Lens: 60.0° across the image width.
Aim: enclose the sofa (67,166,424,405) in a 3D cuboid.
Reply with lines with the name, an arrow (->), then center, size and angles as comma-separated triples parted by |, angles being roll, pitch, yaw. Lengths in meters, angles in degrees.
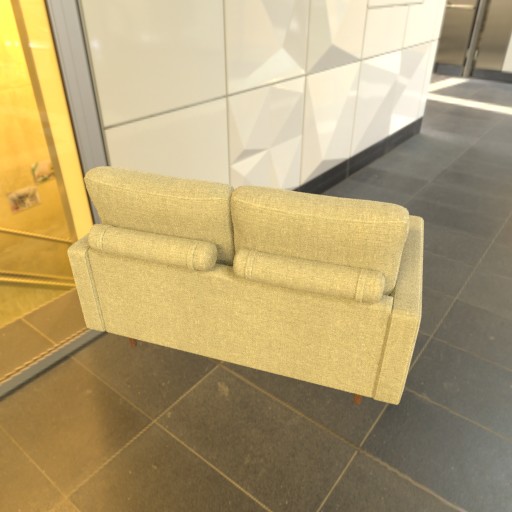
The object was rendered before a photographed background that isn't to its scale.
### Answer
sofa -> 0.000, 0.000, 2.014 | 1.407, 0.907, 0.842 | 10, 33, 16
